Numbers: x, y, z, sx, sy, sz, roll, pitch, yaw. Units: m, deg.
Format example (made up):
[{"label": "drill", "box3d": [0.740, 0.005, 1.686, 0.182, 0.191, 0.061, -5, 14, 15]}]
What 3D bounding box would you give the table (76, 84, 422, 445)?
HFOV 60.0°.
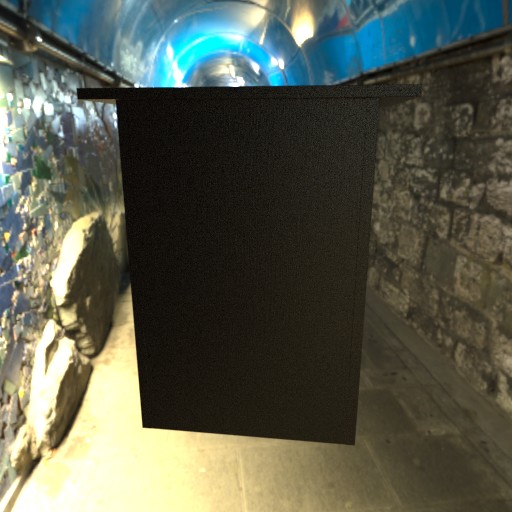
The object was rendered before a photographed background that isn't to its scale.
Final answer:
[{"label": "table", "box3d": [0.000, 0.000, 1.040, 0.589, 0.711, 0.408, 2, 16, 7]}]
